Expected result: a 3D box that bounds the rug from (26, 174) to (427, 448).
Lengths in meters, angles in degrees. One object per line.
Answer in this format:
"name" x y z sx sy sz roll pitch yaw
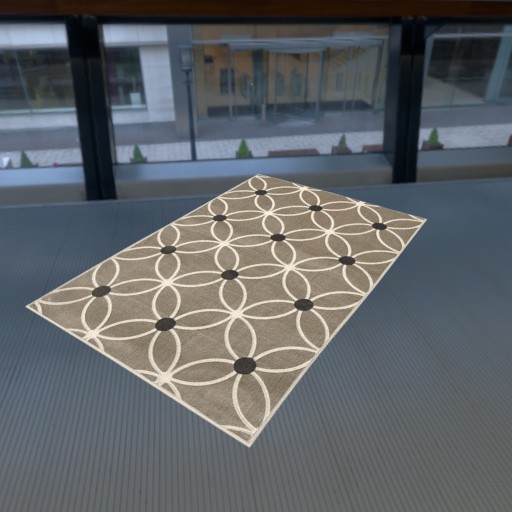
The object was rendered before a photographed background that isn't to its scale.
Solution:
"rug" 0.000 0.000 2.866 1.522 0.008 2.284 20 38 28
